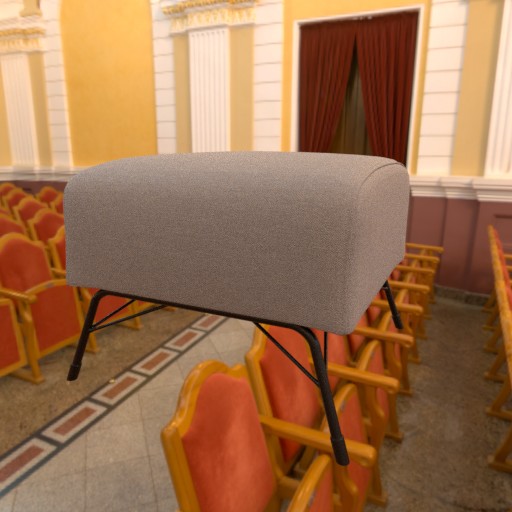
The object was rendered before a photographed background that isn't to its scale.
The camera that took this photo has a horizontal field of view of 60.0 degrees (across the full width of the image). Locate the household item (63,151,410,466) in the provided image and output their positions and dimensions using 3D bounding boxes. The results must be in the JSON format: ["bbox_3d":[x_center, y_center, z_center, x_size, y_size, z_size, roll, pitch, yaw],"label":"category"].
[{"bbox_3d":[0.000,0.000,0.889,0.530,0.410,0.530,7,15,25],"label":"household item"}]
